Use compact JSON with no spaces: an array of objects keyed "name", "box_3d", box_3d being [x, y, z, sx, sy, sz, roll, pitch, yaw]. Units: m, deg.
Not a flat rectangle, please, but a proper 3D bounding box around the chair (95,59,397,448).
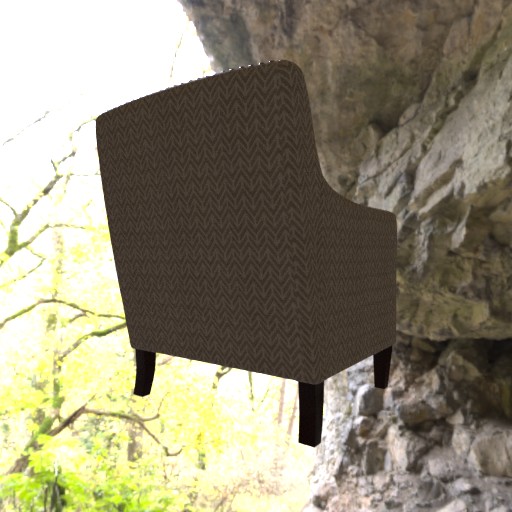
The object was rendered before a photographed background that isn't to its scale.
[{"name":"chair","box_3d":[0.000,0.000,1.288,0.623,0.816,0.651,1,1,36]}]
